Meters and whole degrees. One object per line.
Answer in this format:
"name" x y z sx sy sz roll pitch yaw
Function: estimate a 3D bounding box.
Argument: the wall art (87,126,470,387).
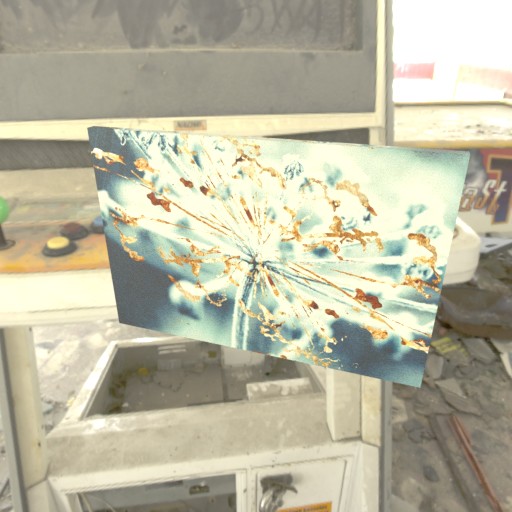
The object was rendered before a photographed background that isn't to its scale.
"wall art" 0.000 0.000 1.450 1.138 0.759 0.035 8 28 17
